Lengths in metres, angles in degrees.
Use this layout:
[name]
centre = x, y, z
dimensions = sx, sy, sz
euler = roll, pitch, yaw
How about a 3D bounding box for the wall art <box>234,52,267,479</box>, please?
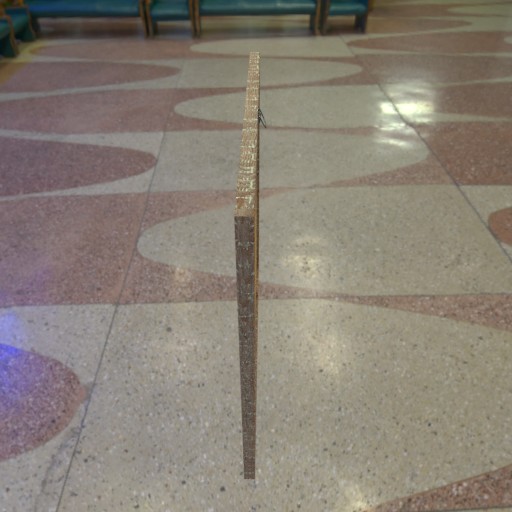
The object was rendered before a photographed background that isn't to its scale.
[wall art]
centre = 0.000, 0.000, 0.557
dimensions = 0.022, 0.380, 0.380
euler = 1, 39, 1
